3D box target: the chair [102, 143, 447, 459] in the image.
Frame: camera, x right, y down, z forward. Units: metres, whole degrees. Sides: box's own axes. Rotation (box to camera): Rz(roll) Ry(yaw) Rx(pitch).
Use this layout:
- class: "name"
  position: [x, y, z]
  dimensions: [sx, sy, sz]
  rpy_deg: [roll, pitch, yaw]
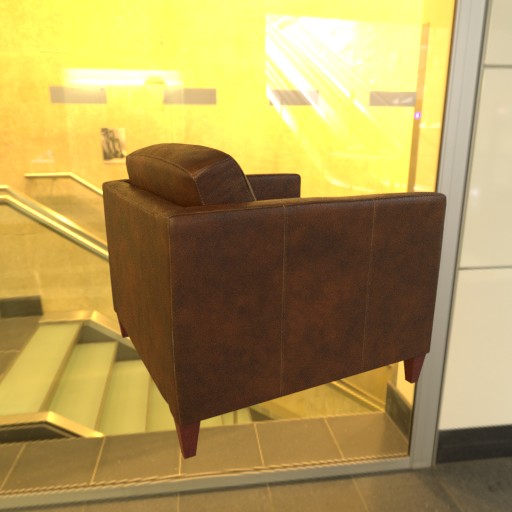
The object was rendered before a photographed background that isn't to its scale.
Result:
- class: "chair"
  position: [0.000, 0.000, 1.742]
  dimensions: [0.975, 0.864, 0.990]
  rpy_deg: [-8, 17, -26]
